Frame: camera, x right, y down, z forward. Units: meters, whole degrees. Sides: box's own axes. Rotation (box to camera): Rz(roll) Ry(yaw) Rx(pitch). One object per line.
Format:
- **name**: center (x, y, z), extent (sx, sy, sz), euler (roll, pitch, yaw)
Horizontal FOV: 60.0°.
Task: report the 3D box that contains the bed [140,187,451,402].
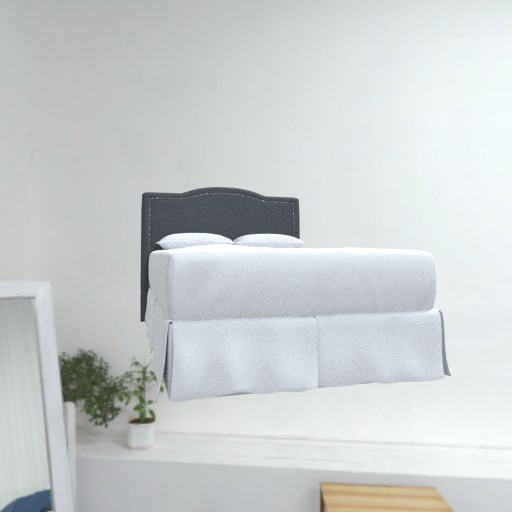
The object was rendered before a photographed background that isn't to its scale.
- **bed**: center (0.000, 0.000, 3.557), extent (1.747, 1.441, 2.507), euler (0, 0, -16)
